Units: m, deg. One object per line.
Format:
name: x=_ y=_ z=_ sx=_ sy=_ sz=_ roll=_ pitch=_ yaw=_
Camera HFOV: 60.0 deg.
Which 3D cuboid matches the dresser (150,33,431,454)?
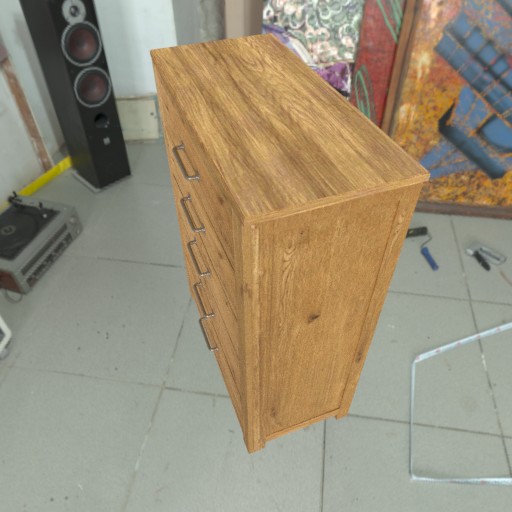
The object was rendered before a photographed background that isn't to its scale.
dresser: x=0.000 y=0.000 z=1.934 sx=0.558 sy=1.431 sz=1.081 roll=-15 pitch=47 yaw=-14
